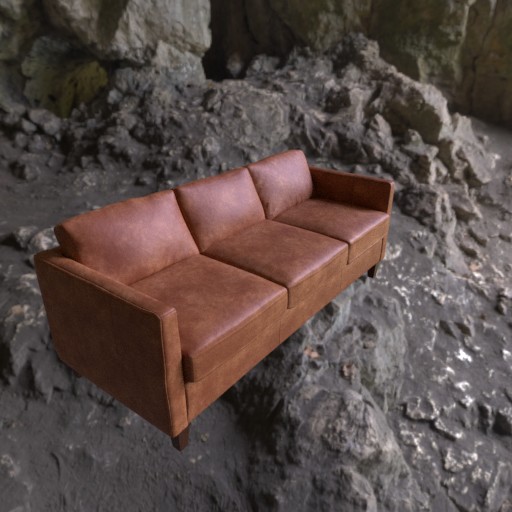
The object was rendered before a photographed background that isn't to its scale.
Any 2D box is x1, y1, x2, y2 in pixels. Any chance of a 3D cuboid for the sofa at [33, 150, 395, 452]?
[{"bbox_3d":[0.000,0.000,2.994,1.045,1.006,2.464,18,31,33],"label":"sofa"}]
